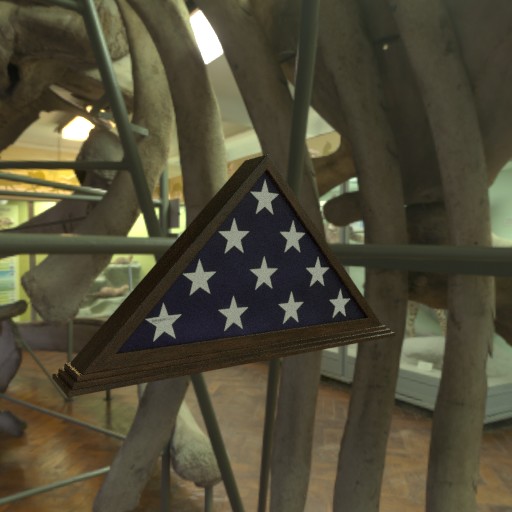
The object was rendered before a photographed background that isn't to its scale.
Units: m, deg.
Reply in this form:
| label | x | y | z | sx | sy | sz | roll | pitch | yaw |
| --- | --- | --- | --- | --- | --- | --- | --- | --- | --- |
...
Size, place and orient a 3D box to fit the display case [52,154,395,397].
| label | x | y | z | sx | sy | sz | roll | pitch | yaw |
| --- | --- | --- | --- | --- | --- | --- | --- | --- | --- |
| display case | 0.000 | 0.000 | 0.770 | 0.640 | 0.340 | 0.095 | -1 | 2 | -35 |
